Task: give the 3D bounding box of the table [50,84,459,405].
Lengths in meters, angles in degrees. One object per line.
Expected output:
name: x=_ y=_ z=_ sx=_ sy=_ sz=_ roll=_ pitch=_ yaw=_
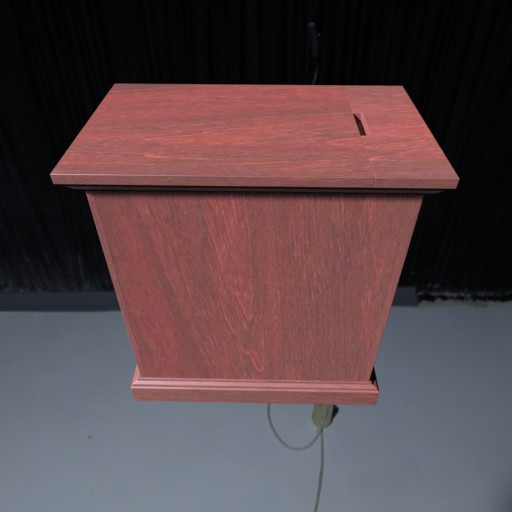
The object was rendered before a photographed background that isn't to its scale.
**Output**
table: x=0.000 y=0.000 z=0.967 sx=0.584 sy=0.612 sz=0.356 roll=1 pitch=41 yaw=1
